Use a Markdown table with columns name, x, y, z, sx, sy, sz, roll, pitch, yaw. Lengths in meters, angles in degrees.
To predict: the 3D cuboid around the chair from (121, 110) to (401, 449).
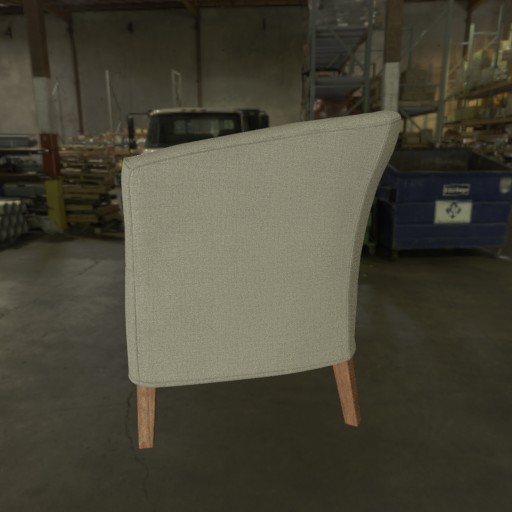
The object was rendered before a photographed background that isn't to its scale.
| name | x | y | z | sx | sy | sz | roll | pitch | yaw |
| --- | --- | --- | --- | --- | --- | --- | --- | --- | --- |
| chair | 0.000 | 0.000 | 1.252 | 0.668 | 0.771 | 0.600 | -2 | 14 | -8 |
